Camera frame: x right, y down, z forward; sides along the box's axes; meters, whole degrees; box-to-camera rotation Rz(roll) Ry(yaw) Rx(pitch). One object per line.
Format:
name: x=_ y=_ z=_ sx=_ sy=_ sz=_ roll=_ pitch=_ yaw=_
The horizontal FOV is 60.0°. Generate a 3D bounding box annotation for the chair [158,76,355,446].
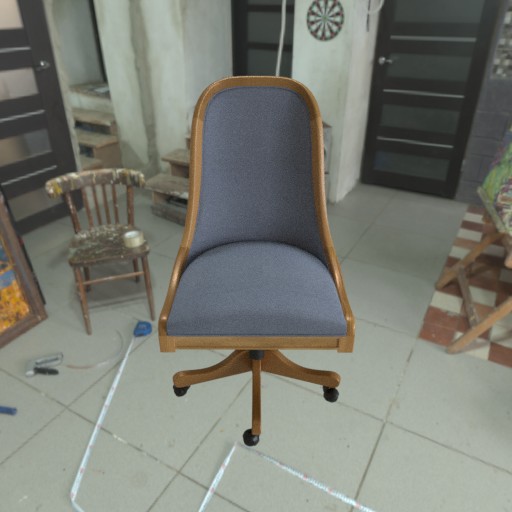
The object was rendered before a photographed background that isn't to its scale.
chair: x=0.000 y=0.000 z=1.490 sx=0.605 sy=1.031 sz=0.735 roll=0 pitch=30 yaw=0
